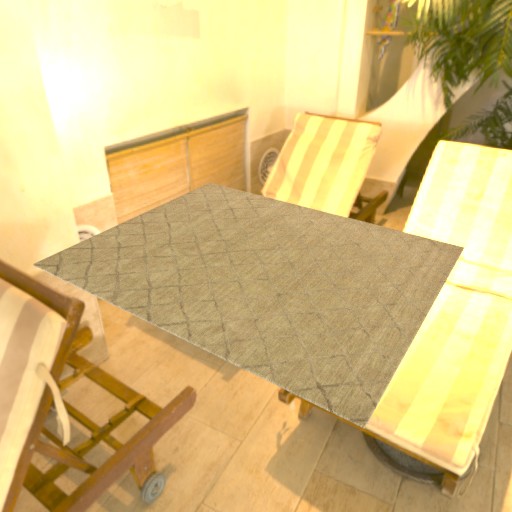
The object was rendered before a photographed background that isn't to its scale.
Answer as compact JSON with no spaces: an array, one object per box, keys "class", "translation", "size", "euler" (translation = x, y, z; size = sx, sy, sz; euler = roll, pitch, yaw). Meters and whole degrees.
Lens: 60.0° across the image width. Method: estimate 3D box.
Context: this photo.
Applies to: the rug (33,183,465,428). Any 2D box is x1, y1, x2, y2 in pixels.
[{"class":"rug","translation":[0.000,0.000,3.978],"size":[3.038,0.019,2.420],"euler":[19,35,29]}]
